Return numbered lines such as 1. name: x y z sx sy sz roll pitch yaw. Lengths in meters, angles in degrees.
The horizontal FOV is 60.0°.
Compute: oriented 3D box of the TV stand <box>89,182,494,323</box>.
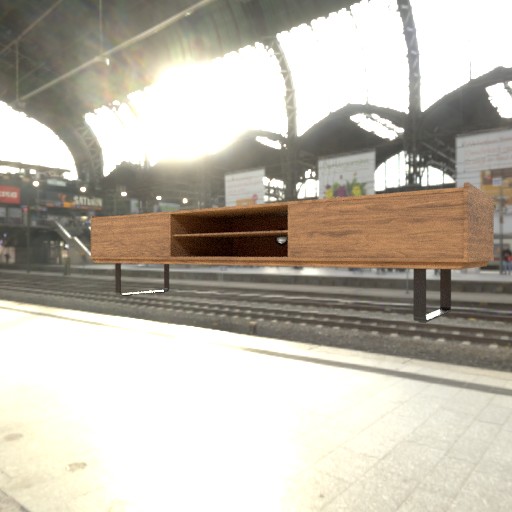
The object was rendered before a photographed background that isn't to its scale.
1. TV stand: 0.000 0.000 1.947 1.796 0.415 0.467 0 0 36
